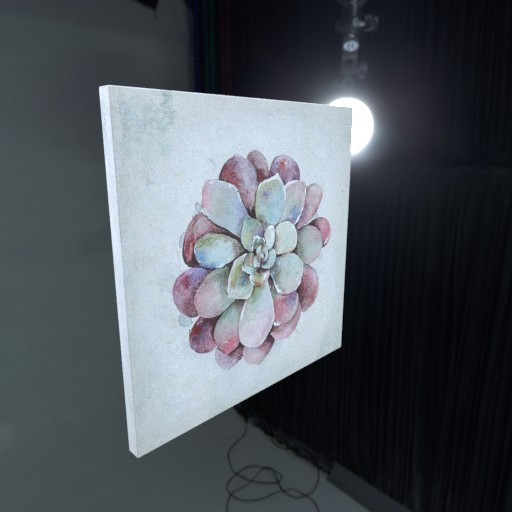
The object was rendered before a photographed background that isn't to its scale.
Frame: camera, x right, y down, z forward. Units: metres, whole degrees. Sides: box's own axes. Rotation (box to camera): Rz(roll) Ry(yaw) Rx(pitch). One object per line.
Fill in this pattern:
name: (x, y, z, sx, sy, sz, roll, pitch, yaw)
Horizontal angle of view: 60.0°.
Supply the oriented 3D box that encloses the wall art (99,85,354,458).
wall art: (0.000, 0.000, 1.139, 0.762, 0.762, 0.041, -14, 20, -43)
